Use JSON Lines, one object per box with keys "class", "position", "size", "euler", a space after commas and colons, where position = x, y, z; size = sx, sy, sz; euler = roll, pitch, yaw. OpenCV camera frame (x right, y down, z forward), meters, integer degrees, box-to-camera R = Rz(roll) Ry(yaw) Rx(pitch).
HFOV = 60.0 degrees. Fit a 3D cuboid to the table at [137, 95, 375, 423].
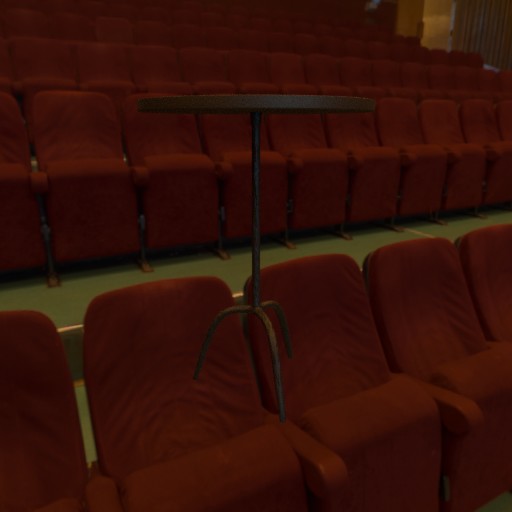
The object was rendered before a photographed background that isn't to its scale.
{"class": "table", "position": [0.000, 0.000, 1.064], "size": [0.502, 0.700, 0.502], "euler": [-9, 19, -27]}
